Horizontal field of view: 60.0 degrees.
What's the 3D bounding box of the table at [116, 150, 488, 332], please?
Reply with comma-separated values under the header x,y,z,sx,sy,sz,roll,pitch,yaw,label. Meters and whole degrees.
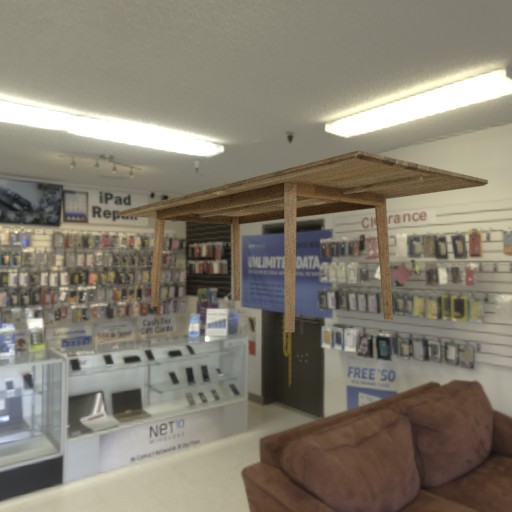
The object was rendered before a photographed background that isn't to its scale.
x,y,z,sx,sy,sz,roll,pitch,yaw,label
0.000,0.000,2.991,1.000,0.752,2.603,1,-1,-37,table
